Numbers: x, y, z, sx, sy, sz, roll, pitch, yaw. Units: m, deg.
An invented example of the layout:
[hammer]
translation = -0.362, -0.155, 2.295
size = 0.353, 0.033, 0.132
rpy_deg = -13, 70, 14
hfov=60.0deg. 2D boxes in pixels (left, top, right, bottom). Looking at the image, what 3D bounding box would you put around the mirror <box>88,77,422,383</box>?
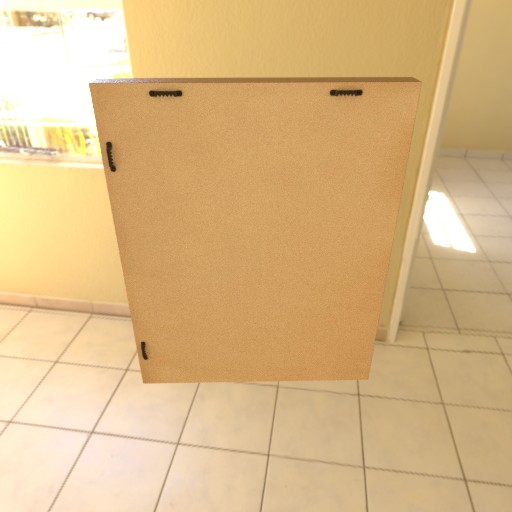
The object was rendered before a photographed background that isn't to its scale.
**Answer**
[mirror]
translation = 0.000, 0.000, 0.681
size = 0.406, 0.509, 0.041
rpy_deg = -1, 31, -1
